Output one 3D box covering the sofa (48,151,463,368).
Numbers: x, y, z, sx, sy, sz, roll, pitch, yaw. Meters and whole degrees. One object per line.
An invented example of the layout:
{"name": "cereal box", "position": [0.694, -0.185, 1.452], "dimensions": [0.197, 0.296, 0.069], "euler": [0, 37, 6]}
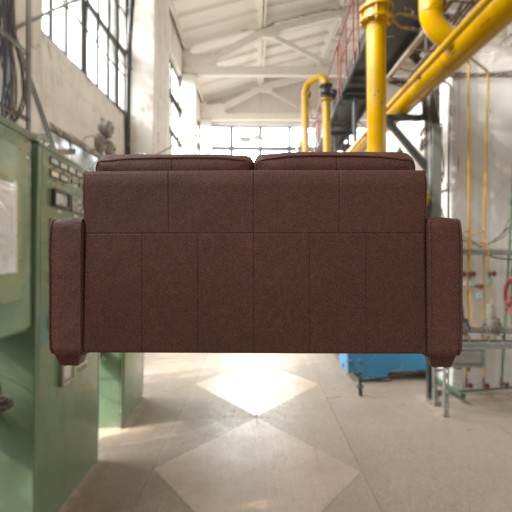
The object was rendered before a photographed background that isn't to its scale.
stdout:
{"name": "sofa", "position": [0.000, 0.000, 2.260], "dimensions": [1.709, 0.918, 0.947], "euler": [0, 0, 1]}
